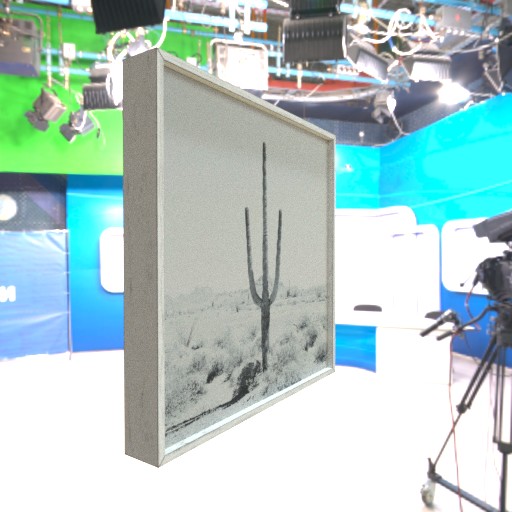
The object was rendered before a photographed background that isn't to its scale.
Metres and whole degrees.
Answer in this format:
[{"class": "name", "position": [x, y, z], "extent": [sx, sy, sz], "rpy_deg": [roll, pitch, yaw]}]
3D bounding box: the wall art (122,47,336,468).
[{"class": "wall art", "position": [0.000, 0.000, 0.456], "extent": [0.038, 0.305, 0.305], "rpy_deg": [1, 1, 35]}]
